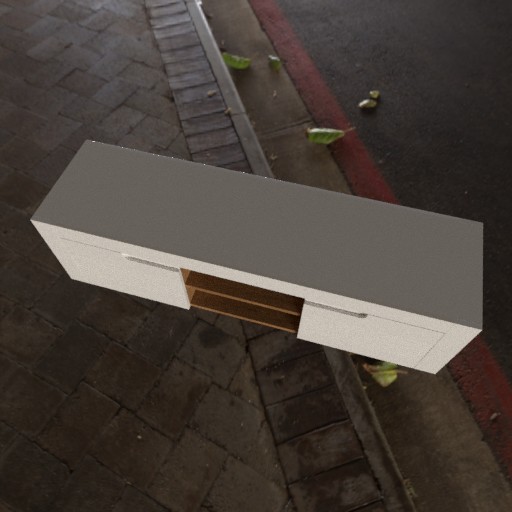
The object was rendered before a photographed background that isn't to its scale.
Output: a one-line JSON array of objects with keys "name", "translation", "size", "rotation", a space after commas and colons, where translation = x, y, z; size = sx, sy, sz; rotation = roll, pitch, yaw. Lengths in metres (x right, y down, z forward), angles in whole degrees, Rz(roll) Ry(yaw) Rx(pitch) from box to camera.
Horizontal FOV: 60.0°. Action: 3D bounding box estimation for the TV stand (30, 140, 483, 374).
[{"name": "TV stand", "translation": [0.000, 0.000, 1.707], "size": [1.500, 0.440, 0.410], "rotation": [13, 58, 8]}]
